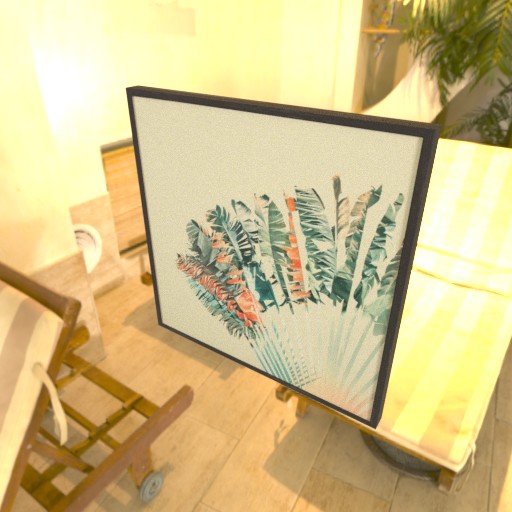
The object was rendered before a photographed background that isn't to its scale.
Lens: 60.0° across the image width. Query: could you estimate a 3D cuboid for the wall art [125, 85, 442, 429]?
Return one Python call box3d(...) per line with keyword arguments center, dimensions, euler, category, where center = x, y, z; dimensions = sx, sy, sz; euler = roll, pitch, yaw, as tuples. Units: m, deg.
box3d(center=(0.000, 0.000, 1.141), dimensions=(0.762, 0.758, 0.043), euler=(18, 35, 29), category="wall art")
